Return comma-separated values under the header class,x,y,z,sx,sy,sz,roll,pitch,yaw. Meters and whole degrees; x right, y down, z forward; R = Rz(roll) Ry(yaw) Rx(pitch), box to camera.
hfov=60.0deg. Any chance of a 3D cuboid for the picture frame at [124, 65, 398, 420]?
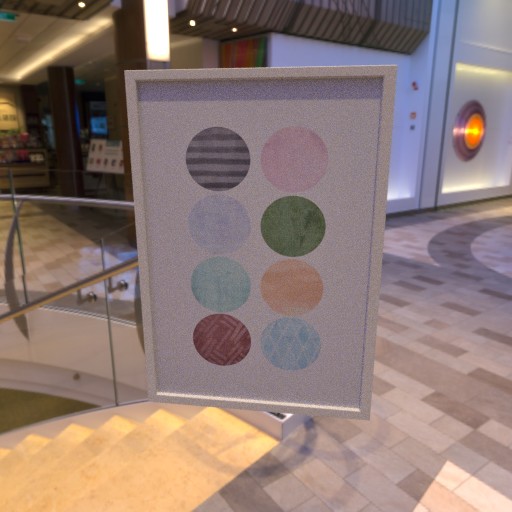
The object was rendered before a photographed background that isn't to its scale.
class,x,y,z,sx,sy,sz,roll,pitch,yaw
picture frame,0.000,0.000,0.553,0.305,0.434,0.013,2,15,8
